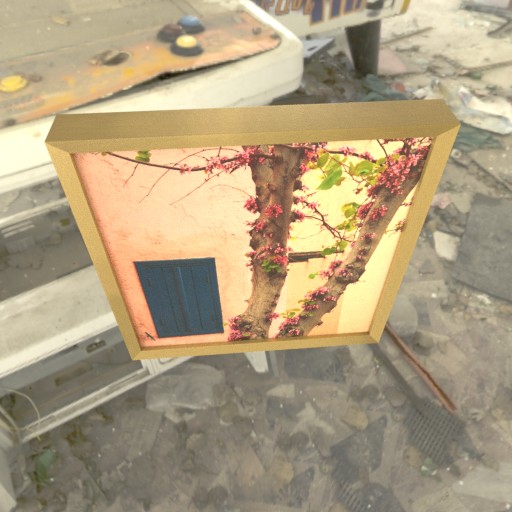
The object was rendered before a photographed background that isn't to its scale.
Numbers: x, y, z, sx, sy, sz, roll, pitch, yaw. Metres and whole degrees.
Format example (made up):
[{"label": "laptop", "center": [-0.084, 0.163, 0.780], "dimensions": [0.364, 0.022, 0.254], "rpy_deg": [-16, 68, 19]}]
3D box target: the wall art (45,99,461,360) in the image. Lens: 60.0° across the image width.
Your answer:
[{"label": "wall art", "center": [0.000, 0.000, 0.447], "dimensions": [0.304, 0.305, 0.038], "rpy_deg": [-3, 47, -3]}]
